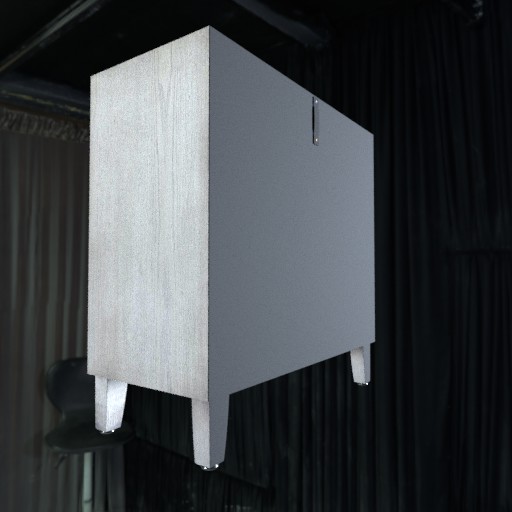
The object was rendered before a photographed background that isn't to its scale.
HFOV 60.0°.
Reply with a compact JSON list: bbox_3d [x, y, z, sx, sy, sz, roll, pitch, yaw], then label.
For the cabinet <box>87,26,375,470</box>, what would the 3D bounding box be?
[{"bbox_3d":[0.000,0.000,1.191,0.370,0.787,0.781,-1,-2,36],"label":"cabinet"}]
